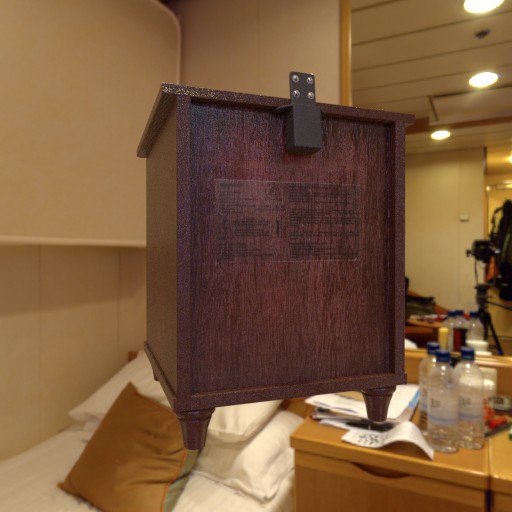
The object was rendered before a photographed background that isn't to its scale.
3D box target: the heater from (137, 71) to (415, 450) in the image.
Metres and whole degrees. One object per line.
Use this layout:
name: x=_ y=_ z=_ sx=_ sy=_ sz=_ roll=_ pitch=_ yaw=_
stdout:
heater: x=0.000 y=0.000 z=0.750 sx=0.362 sy=0.481 sz=0.400 roll=0 pitch=0 yaw=-20
